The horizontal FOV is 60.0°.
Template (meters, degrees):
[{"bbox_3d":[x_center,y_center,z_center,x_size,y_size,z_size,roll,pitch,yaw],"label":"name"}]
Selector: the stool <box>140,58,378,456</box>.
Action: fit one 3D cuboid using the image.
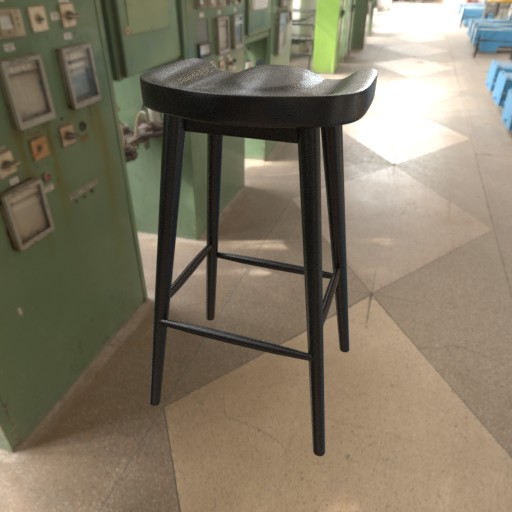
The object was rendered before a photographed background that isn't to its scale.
[{"bbox_3d":[0.000,0.000,0.975,0.440,0.749,0.361,11,34,16],"label":"stool"}]
